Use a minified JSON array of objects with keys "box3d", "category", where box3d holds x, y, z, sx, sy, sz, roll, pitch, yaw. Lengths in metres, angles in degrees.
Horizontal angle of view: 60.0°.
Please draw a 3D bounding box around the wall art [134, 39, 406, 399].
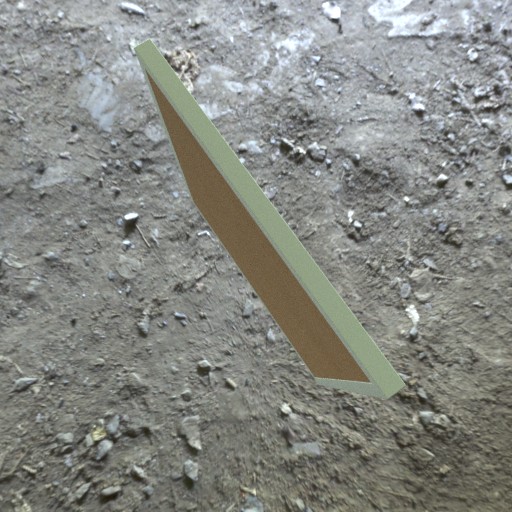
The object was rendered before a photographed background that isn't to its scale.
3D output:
[{"box3d":[0.000,0.000,1.120,0.036,0.760,0.760,-33,78,-8],"category":"wall art"}]
